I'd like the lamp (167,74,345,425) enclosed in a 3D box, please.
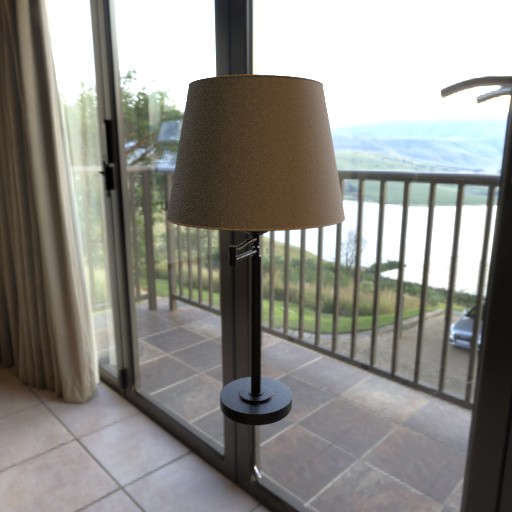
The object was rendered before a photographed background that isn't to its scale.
[{"bbox_3d":[0.000,0.000,0.935,0.363,0.696,0.363,0,13,0],"label":"lamp"}]
